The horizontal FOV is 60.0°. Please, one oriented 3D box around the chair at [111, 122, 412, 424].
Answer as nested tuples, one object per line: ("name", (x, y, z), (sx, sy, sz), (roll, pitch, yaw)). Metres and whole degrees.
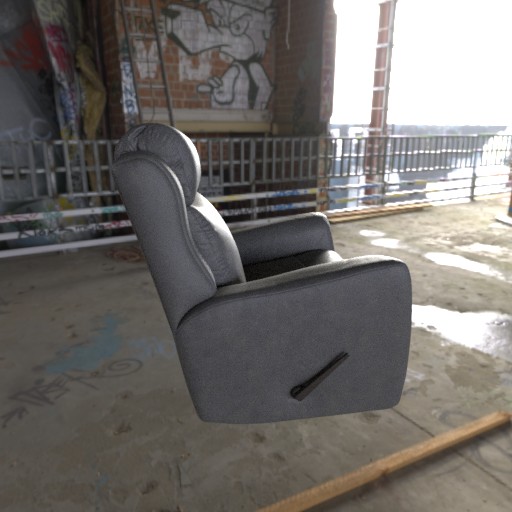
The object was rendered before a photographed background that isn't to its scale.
("chair", (0.000, 0.000, 1.938), (1.068, 1.116, 0.967), (-3, 17, -11))
